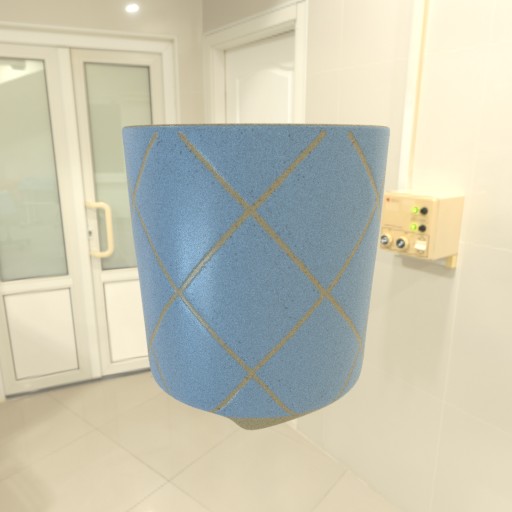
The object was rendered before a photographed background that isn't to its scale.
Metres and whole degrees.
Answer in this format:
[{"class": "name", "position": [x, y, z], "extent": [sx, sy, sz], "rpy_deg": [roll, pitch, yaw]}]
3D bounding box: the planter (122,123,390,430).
[{"class": "planter", "position": [0.000, 0.000, 0.421], "extent": [0.227, 0.235, 0.227], "rpy_deg": [0, 15, 0]}]
